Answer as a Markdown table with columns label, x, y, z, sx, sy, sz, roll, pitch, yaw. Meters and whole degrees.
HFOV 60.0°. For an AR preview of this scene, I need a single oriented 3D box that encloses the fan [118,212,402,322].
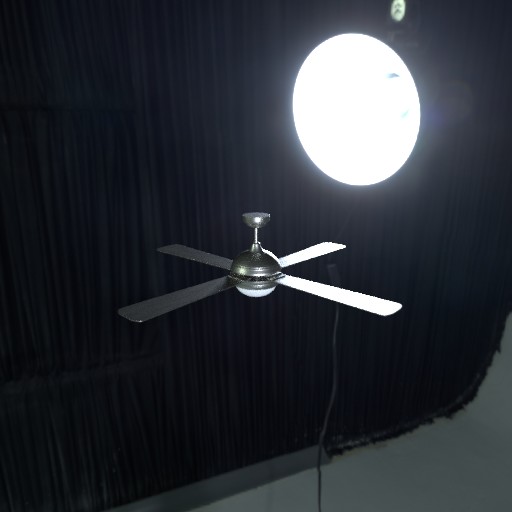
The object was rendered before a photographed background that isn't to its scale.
| label | x | y | z | sx | sy | sz | roll | pitch | yaw |
| --- | --- | --- | --- | --- | --- | --- | --- | --- | --- |
| fan | 0.000 | 0.000 | 2.037 | 1.321 | 0.381 | 1.321 | -8 | 18 | -26 |
